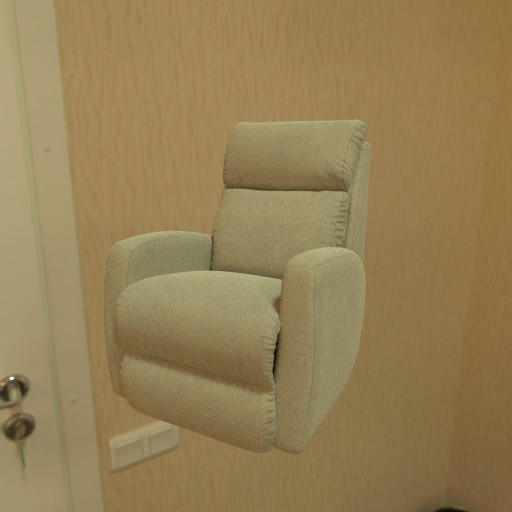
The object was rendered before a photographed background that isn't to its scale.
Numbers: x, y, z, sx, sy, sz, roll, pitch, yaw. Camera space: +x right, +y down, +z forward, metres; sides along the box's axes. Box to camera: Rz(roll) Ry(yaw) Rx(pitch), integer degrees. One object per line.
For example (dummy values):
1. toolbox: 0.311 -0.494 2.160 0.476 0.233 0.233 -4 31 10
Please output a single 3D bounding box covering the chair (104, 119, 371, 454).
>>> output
1. chair: 0.000 0.000 1.685 0.794 1.021 0.940 7 15 27
